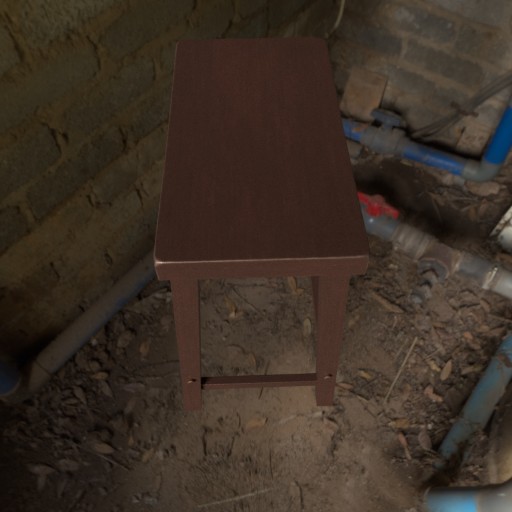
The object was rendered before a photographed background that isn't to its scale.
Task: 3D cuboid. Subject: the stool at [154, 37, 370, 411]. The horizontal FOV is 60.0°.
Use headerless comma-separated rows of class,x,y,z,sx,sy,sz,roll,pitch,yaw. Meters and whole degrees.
stool,0.000,0.000,0.828,0.322,0.610,0.406,-2,57,-1
